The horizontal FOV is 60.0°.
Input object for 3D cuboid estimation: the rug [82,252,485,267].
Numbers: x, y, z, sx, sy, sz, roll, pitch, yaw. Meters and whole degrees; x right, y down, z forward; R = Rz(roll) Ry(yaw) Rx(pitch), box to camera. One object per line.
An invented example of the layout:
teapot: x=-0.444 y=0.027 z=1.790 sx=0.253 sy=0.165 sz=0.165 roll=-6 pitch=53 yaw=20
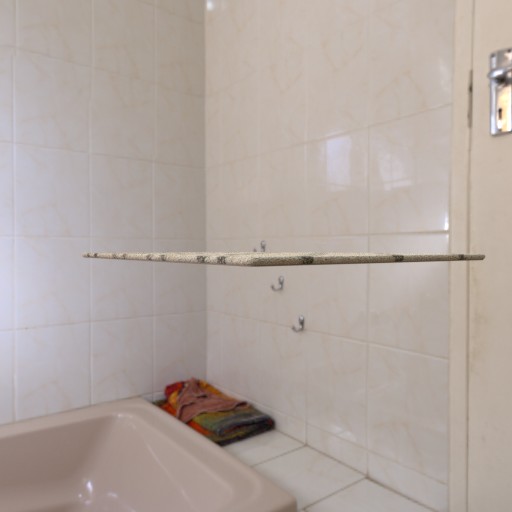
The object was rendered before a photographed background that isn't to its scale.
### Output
rug: x=0.000 y=0.000 z=2.127 sx=1.200 sy=0.025 sz=1.600 roll=-1 pitch=1 yaw=-36
